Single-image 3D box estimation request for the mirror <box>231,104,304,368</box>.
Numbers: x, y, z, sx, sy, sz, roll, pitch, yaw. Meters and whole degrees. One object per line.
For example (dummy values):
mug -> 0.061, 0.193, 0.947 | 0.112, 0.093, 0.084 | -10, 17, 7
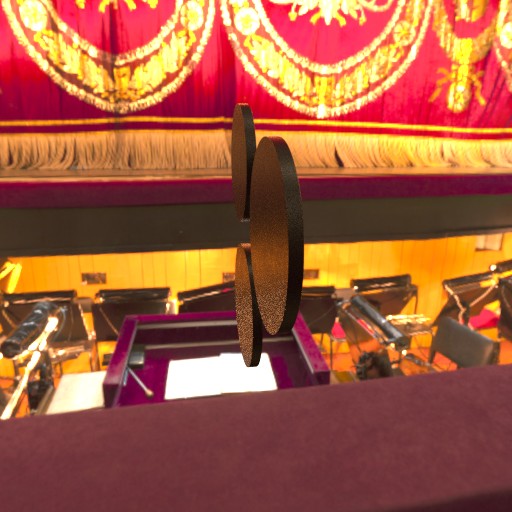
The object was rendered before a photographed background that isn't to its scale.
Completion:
mirror -> 0.000, 0.000, 3.129 | 0.076, 2.096, 2.160 | -3, 16, -9
